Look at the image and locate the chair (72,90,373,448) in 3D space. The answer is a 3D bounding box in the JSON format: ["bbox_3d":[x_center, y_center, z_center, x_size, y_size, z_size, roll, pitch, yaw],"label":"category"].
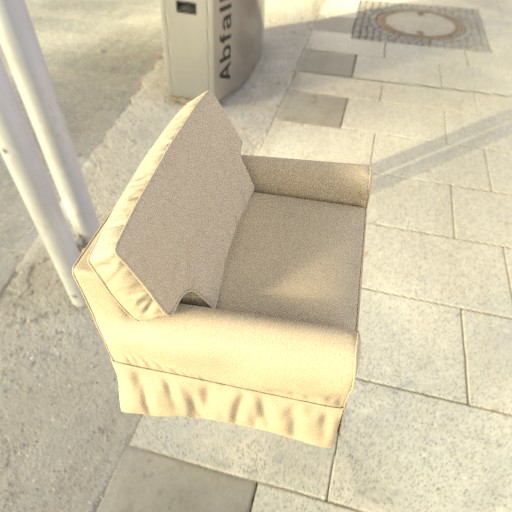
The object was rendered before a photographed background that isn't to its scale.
[{"bbox_3d":[0.000,0.000,1.781,0.903,0.937,1.096,9,47,9],"label":"chair"}]
